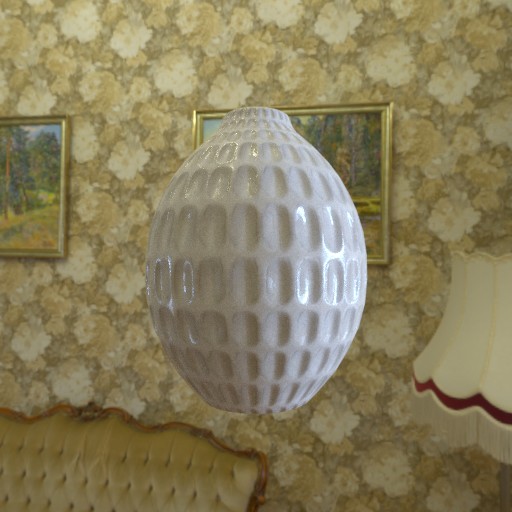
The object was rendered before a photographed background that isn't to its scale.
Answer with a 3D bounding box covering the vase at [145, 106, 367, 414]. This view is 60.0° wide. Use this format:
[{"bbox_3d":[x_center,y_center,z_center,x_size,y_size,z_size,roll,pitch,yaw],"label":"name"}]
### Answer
[{"bbox_3d":[0.000,0.000,0.264,0.128,0.167,0.128,0,-1,0],"label":"vase"}]
